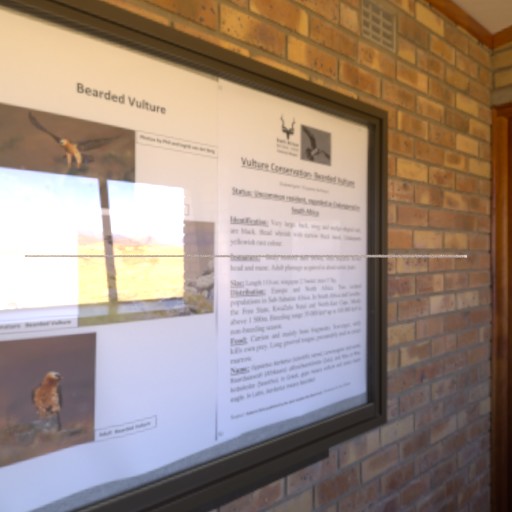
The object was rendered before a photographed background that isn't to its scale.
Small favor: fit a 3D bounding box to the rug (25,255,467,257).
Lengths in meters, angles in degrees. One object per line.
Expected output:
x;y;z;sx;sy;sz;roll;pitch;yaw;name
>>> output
0.000;0.000;2.211;1.753;0.008;1.143;0;0;17;rug
